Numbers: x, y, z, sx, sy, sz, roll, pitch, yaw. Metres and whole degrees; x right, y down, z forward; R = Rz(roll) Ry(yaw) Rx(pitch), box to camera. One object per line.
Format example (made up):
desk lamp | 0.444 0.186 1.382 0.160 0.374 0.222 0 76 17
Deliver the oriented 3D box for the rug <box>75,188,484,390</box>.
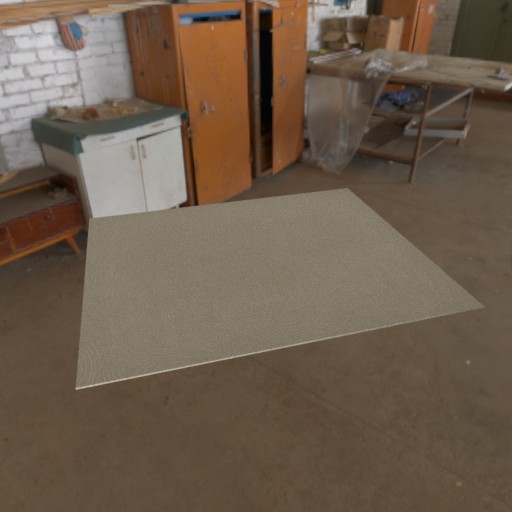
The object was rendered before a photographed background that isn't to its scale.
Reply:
rug | 0.000 0.000 3.502 2.584 0.011 2.073 -8 33 -13
